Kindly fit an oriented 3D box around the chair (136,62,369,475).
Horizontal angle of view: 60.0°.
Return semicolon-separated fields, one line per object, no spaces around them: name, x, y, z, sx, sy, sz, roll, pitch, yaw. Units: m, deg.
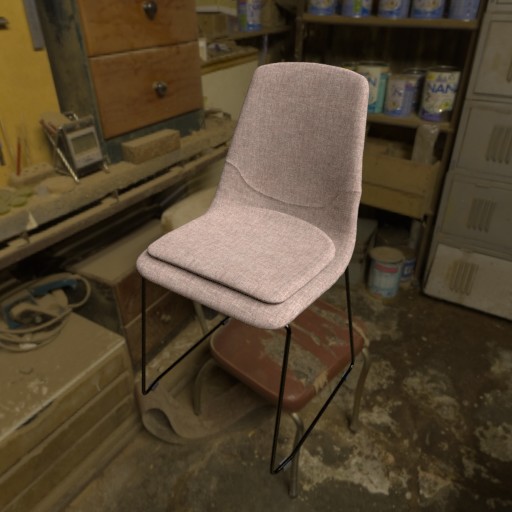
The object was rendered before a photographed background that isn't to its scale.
chair;0.000;0.000;1.134;0.479;0.858;0.518;19;36;29
